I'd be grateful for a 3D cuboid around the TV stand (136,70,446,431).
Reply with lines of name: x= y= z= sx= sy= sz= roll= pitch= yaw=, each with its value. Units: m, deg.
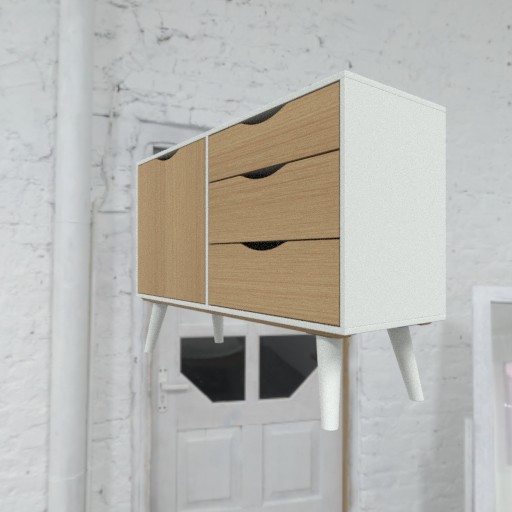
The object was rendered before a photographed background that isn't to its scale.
TV stand: x=0.000 y=0.000 z=1.569 sx=0.406 sy=0.812 sz=1.193 roll=0 pitch=0 yaw=-37
